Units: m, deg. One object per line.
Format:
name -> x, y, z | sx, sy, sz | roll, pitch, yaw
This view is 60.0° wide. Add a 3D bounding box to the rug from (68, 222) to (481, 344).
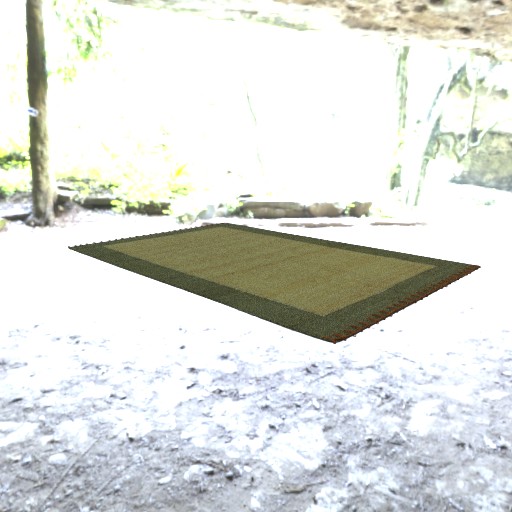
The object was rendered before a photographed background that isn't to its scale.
rug -> 0.000, 0.000, 2.296 | 1.838, 0.019, 1.220 | 13, 19, 43
